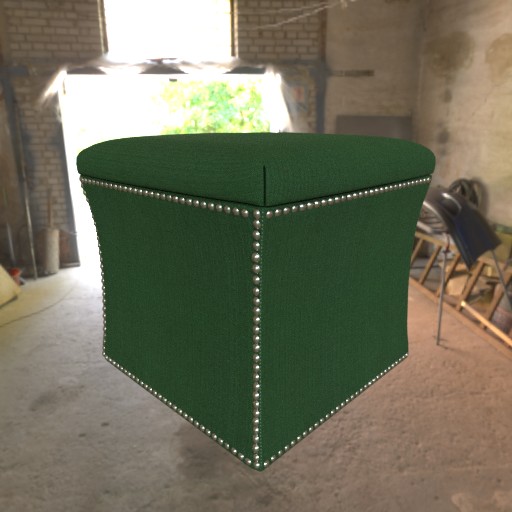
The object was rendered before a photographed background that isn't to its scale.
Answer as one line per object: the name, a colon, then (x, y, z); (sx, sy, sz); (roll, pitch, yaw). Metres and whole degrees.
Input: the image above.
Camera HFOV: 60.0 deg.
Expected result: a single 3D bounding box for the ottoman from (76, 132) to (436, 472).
ottoman: (0.000, 0.000, 0.886); (0.507, 0.475, 0.497); (16, 23, 42)
